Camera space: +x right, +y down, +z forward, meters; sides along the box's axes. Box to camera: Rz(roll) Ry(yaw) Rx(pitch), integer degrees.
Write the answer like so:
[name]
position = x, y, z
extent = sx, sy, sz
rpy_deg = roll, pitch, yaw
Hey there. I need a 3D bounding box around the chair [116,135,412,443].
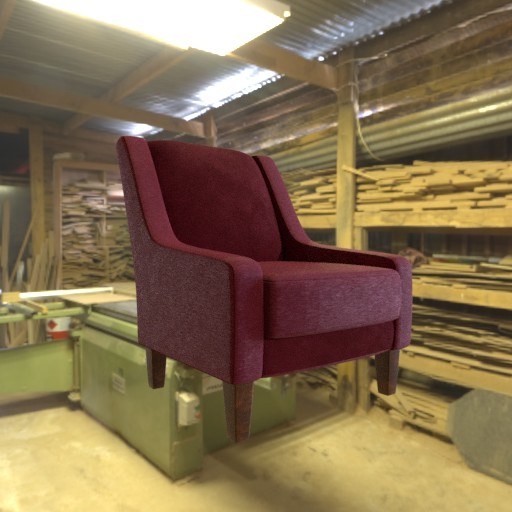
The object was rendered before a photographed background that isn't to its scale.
[chair]
position = 0.000, 0.000, 1.740
extent = 0.793, 1.017, 0.985
rpy_deg = -1, 2, -36
